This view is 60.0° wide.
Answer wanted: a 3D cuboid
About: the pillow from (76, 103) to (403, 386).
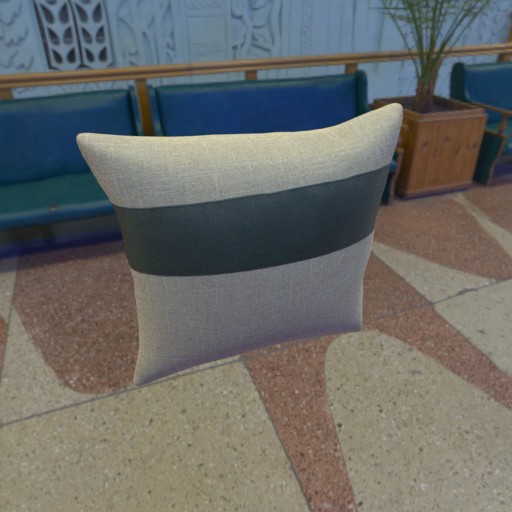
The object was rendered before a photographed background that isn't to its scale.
[{"bbox_3d":[0.000,0.000,0.644,0.414,0.399,0.173,-10,34,-16],"label":"pillow"}]
